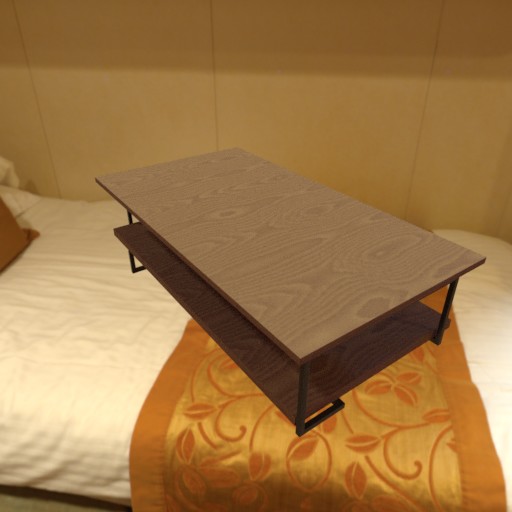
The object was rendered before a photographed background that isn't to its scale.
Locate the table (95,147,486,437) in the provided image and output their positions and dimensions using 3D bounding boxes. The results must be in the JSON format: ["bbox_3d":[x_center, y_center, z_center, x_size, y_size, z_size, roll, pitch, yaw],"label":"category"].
[{"bbox_3d":[0.000,0.000,1.521,0.651,0.347,1.197,-20,36,-30],"label":"table"}]
